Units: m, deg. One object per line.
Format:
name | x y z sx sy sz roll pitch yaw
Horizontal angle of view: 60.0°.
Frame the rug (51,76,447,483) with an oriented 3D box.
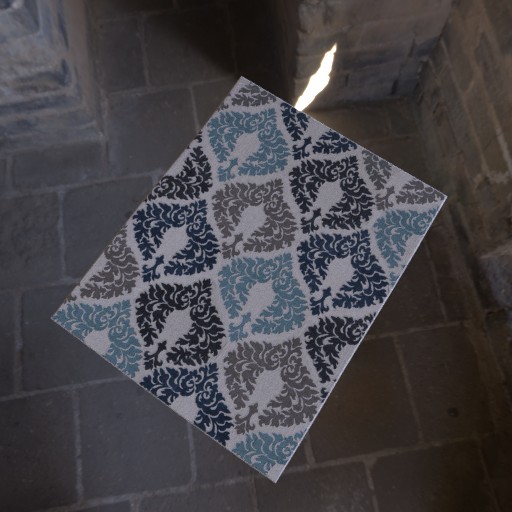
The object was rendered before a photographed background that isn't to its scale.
rug | 0.000 0.000 4.120 2.423 0.014 3.040 33 78 8
